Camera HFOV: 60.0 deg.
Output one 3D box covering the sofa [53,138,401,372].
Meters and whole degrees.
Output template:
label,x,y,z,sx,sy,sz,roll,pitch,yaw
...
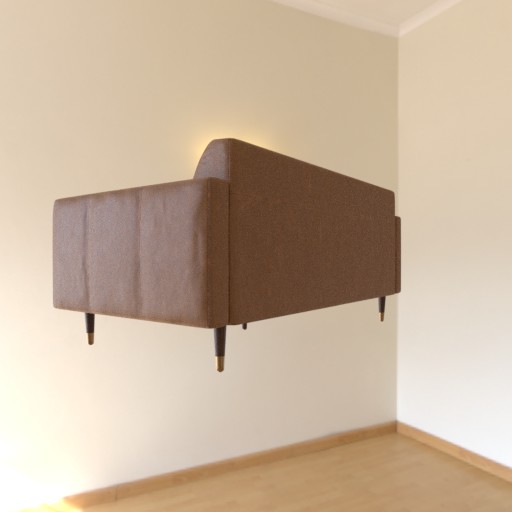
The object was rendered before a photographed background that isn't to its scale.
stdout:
label,x,y,z,sx,sy,sz,roll,pitch,yaw
sofa,0.000,0.000,2.426,0.993,0.821,1.847,0,0,37
